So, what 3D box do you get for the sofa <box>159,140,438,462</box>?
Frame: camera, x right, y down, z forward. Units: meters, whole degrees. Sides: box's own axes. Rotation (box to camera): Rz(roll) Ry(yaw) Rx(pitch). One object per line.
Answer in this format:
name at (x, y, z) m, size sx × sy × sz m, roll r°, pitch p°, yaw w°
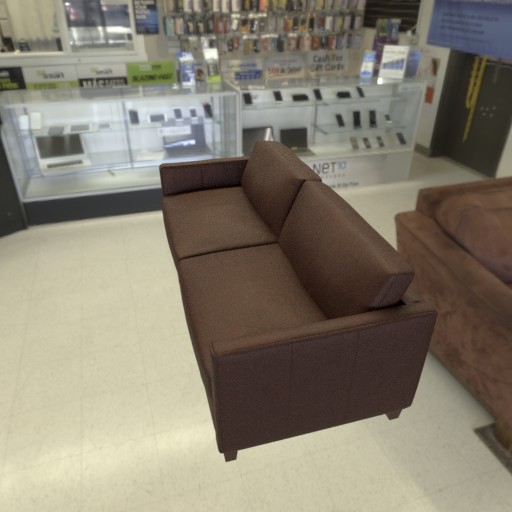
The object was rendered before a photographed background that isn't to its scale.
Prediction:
sofa at (0.000, 0.000, 2.513) m, size 0.923 × 0.863 × 1.971 m, roll -8°, pitch 33°, yaw -13°
